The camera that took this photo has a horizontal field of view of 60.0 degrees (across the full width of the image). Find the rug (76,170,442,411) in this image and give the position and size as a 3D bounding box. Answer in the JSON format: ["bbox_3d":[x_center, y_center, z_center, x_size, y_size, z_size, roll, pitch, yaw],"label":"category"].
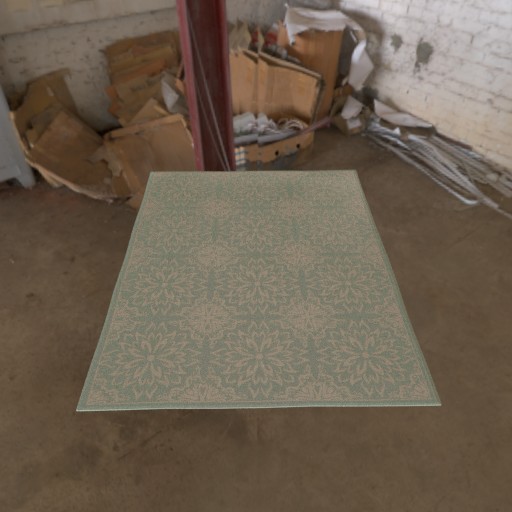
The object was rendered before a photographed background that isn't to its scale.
[{"bbox_3d":[0.000,0.000,3.983,2.363,0.012,2.980,-1,41,-1],"label":"rug"}]
